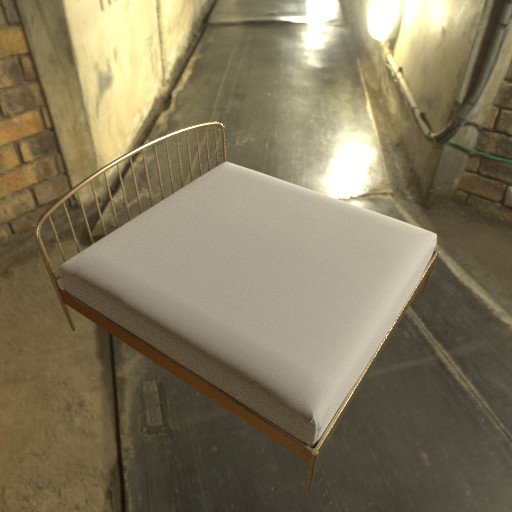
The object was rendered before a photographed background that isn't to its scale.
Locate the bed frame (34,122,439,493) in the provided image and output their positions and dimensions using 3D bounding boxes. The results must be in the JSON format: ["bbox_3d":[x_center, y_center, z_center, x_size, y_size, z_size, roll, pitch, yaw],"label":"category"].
[{"bbox_3d":[0.000,0.000,3.275,2.152,1.174,2.016,24,45,26],"label":"bed frame"}]
